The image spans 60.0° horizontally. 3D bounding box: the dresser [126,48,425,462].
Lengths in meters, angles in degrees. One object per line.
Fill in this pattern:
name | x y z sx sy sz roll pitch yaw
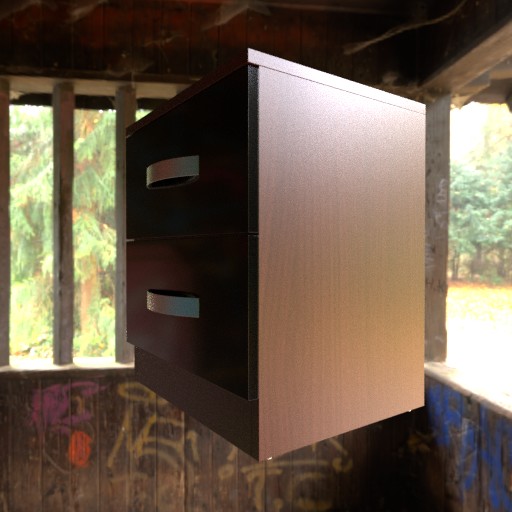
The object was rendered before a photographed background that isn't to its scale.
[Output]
dresser | 0.000 0.000 0.748 0.360 0.470 0.400 -1 1 -35
